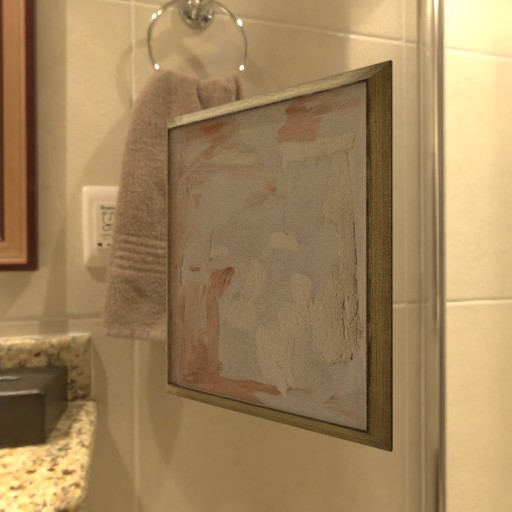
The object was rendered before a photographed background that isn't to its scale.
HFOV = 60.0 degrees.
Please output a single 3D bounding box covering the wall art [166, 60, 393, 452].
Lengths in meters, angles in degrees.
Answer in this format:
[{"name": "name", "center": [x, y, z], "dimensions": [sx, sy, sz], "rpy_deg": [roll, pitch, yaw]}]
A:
[{"name": "wall art", "center": [0.000, 0.000, 0.623], "dimensions": [0.381, 0.457, 0.023], "rpy_deg": [0, 0, 36]}]
